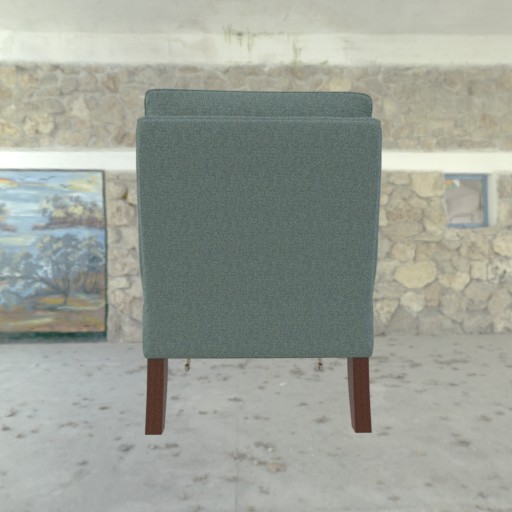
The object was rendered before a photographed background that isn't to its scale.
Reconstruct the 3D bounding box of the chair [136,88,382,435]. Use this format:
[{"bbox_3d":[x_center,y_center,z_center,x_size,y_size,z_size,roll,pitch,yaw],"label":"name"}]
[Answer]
[{"bbox_3d":[0.000,0.000,1.442,0.624,0.901,0.796,0,0,-1],"label":"chair"}]
